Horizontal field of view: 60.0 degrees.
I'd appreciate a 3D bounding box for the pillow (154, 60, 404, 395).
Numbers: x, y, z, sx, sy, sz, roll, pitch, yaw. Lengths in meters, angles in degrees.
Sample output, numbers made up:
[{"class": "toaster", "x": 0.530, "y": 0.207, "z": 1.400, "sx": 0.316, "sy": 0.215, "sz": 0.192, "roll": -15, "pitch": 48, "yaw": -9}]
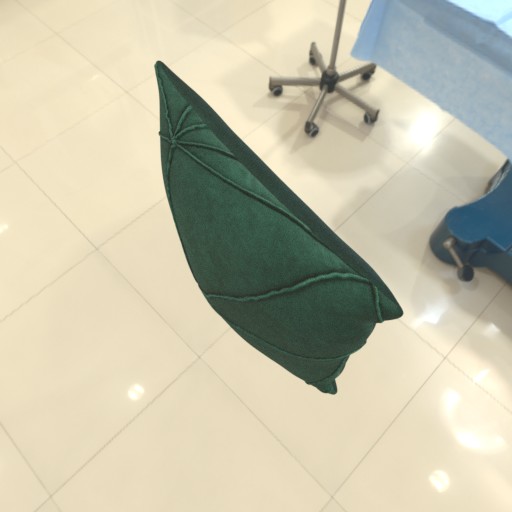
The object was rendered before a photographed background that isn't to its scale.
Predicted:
[{"class": "pillow", "x": 0.000, "y": 0.000, "z": 0.678, "sx": 0.184, "sy": 0.440, "sz": 0.439, "roll": -35, "pitch": 68, "yaw": -16}]
